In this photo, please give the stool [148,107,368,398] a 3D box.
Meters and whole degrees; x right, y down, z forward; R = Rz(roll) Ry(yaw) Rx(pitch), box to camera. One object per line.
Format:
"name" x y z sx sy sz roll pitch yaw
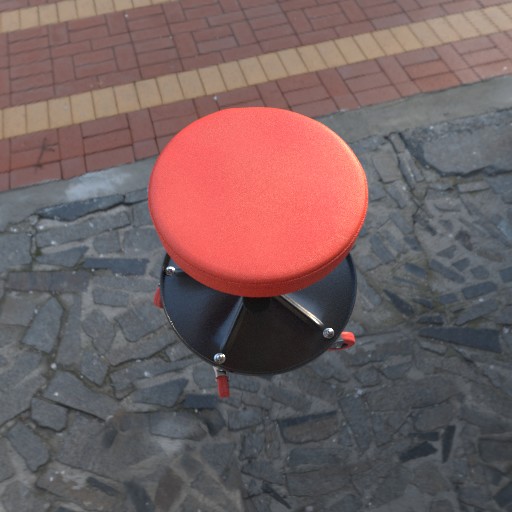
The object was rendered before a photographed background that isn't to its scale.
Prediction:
"stool" 0.000 0.000 0.703 0.381 0.365 0.382 0 62 0
